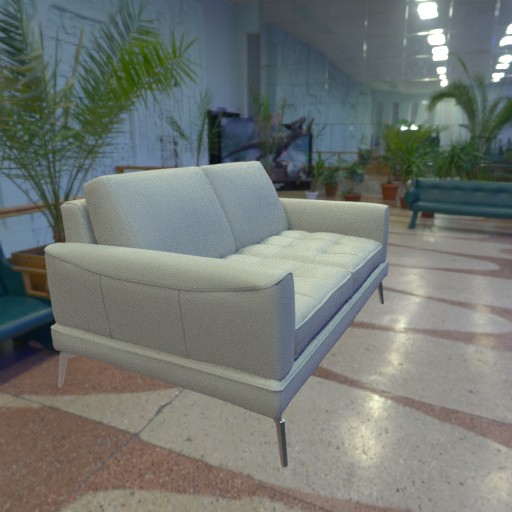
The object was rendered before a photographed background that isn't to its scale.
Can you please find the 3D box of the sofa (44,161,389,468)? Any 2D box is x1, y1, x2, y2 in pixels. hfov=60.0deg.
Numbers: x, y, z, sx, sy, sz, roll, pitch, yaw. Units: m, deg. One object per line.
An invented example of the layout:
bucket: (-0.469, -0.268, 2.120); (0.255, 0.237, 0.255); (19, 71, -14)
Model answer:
sofa: (0.000, 0.000, 2.368); (1.121, 0.930, 1.819); (7, 17, 26)
